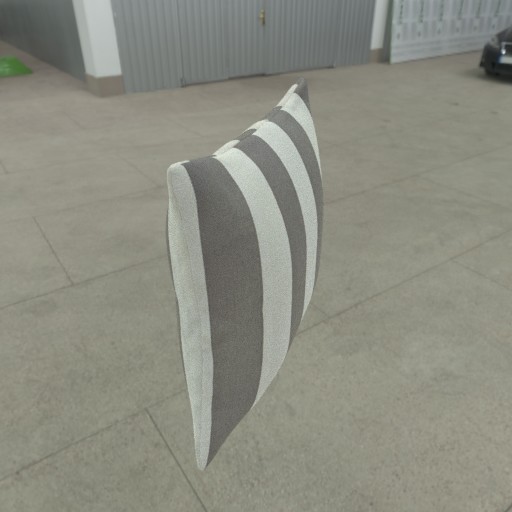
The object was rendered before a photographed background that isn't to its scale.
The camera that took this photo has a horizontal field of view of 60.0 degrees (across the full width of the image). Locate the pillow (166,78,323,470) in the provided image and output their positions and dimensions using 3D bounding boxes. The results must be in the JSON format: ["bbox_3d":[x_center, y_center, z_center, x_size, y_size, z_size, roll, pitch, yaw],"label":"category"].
[{"bbox_3d":[0.000,0.000,0.779,0.192,0.507,0.522,11,33,17],"label":"pillow"}]
